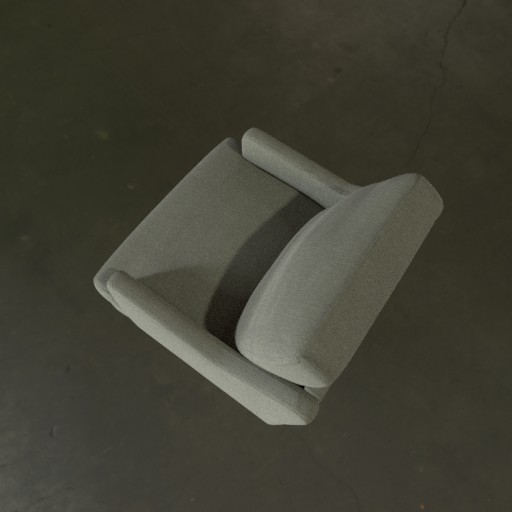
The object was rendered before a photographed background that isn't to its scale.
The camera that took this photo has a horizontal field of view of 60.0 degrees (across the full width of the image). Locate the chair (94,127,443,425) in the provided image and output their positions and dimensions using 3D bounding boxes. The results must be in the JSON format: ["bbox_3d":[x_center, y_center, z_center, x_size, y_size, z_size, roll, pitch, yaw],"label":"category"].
[{"bbox_3d":[0.000,0.000,1.559,0.892,0.821,0.826,33,68,15],"label":"chair"}]
